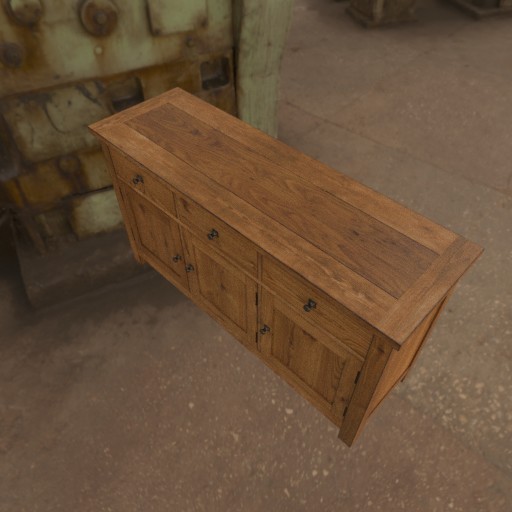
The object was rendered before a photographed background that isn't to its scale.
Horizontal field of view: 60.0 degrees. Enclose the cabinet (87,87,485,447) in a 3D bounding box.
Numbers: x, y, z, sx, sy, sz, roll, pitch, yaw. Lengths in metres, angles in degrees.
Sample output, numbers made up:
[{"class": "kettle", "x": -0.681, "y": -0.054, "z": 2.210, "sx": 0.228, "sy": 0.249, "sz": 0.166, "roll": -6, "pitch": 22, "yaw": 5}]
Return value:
[{"class": "cabinet", "x": 0.000, "y": 0.000, "z": 1.876, "sx": 1.474, "sy": 0.813, "sz": 0.480, "roll": 36, "pitch": 57, "yaw": 28}]
